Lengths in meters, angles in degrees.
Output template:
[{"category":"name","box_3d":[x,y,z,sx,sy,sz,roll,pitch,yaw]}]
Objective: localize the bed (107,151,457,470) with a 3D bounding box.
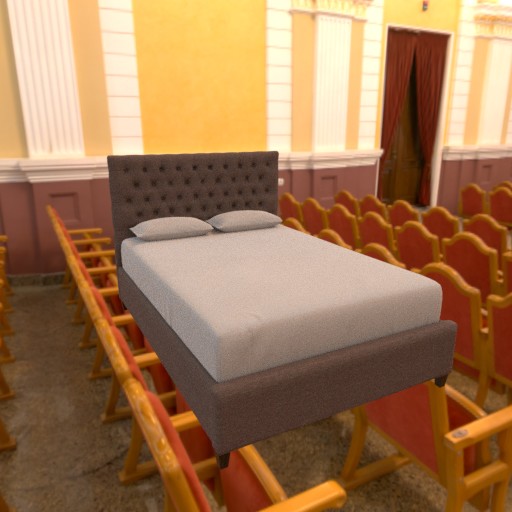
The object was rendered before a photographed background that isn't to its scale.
[{"category":"bed","box_3d":[0.000,0.000,3.381,1.698,1.427,2.387,-8,18,-26]}]
